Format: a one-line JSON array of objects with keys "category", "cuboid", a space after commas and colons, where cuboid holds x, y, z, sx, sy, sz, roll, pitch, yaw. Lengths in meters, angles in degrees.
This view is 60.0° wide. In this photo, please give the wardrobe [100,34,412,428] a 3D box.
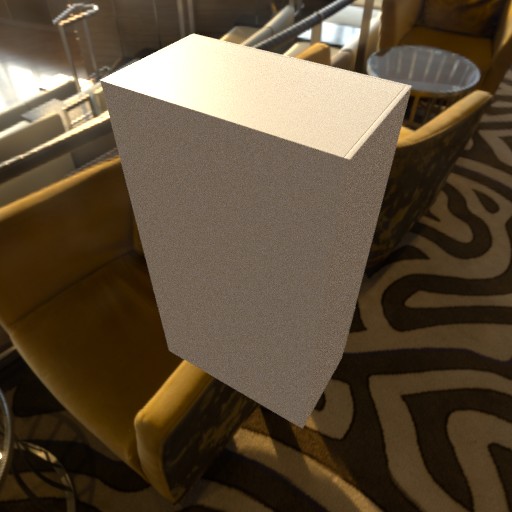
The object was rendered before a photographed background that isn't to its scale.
[{"category": "wardrobe", "cuboid": [0.000, 0.000, 2.261, 0.991, 1.808, 0.577, 24, 50, 22]}]
